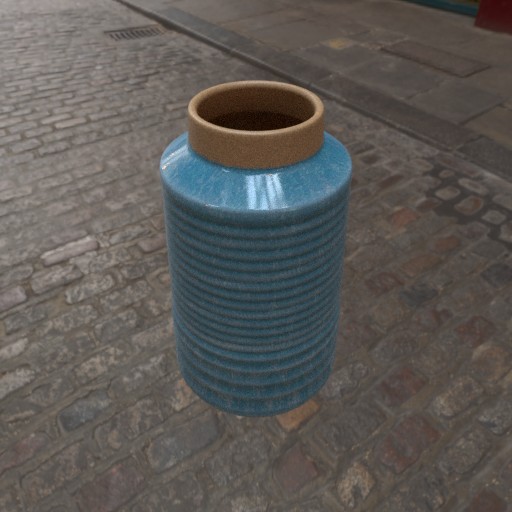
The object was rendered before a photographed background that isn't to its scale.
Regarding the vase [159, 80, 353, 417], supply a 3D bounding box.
[{"bbox_3d":[0.000,0.000,0.381,0.163,0.267,0.163,0,41,0],"label":"vase"}]
